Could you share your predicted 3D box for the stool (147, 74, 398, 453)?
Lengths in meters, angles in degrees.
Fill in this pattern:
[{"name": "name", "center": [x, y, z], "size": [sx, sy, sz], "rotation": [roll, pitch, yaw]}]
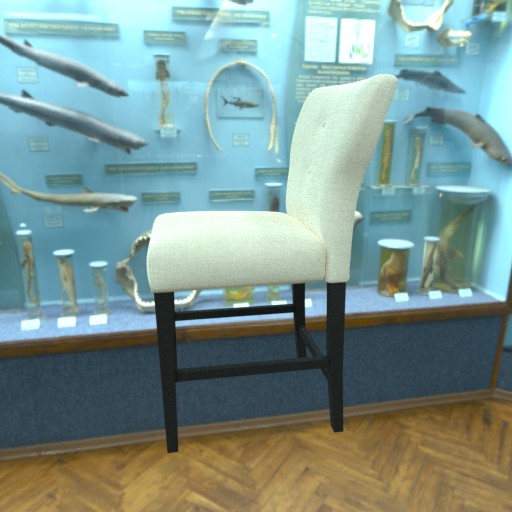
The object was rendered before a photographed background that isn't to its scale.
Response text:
[{"name": "stool", "center": [0.000, 0.000, 1.306], "size": [0.603, 0.972, 0.514], "rotation": [-3, 17, -10]}]
